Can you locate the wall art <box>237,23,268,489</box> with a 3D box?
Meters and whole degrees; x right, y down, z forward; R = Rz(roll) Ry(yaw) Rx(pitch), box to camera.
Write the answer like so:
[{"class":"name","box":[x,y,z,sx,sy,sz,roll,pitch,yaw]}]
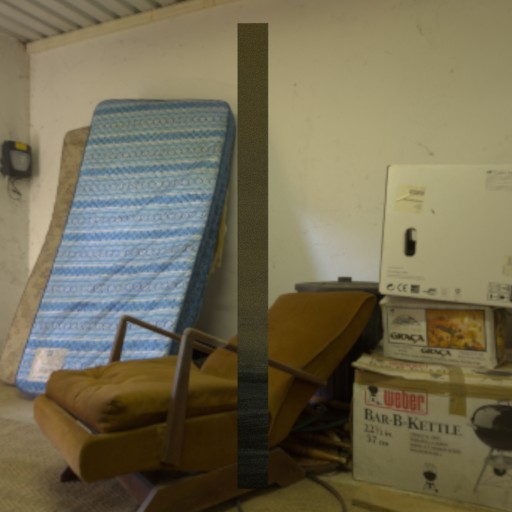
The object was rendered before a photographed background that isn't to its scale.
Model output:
[{"class":"wall art","box":[0.000,0.000,0.823,0.040,0.608,0.489,0,0,1]}]
